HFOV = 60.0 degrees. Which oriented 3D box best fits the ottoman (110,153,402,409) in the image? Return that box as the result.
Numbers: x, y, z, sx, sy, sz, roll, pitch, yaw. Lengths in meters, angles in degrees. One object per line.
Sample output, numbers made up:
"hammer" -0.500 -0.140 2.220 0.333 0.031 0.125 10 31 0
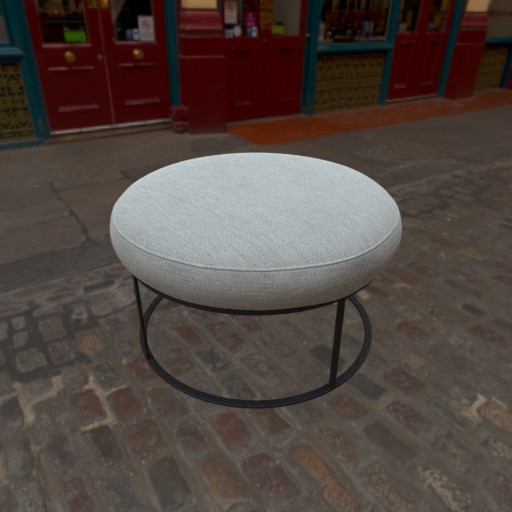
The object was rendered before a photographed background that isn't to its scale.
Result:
"ottoman" 0.000 0.000 1.274 0.769 0.459 0.769 0 29 0
